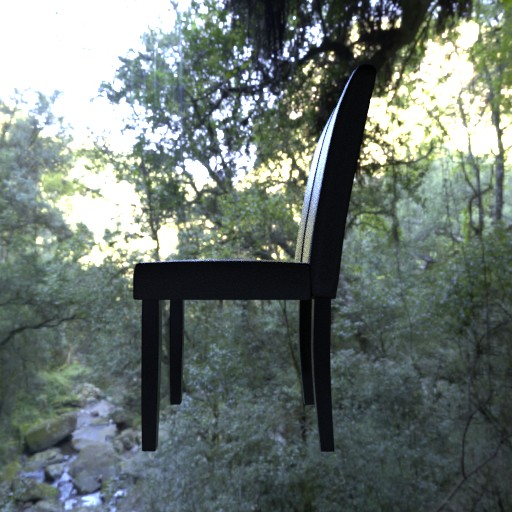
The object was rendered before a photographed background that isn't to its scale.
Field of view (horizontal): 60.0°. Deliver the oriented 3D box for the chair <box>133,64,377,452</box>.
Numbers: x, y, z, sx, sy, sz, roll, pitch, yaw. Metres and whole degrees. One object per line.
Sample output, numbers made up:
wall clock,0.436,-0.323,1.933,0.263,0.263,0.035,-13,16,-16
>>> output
chair,0.000,0.000,1.196,0.556,0.897,0.399,0,-1,0
